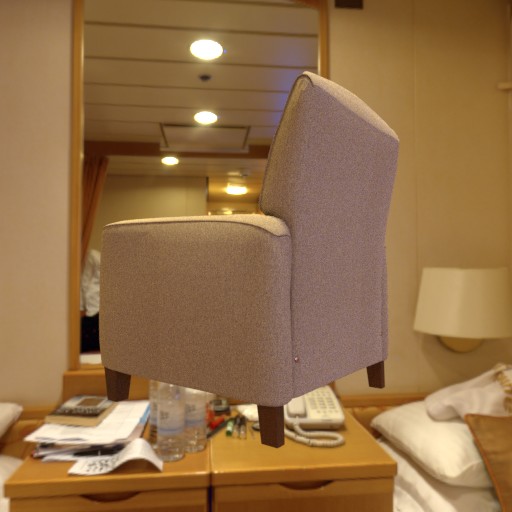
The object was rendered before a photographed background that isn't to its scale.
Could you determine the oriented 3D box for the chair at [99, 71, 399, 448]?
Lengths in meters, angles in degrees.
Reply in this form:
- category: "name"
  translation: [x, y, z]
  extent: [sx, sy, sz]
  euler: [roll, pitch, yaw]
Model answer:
- category: "chair"
  translation: [0.000, 0.000, 1.645]
  extent: [0.864, 1.014, 0.848]
  euler: [-1, -2, 37]
